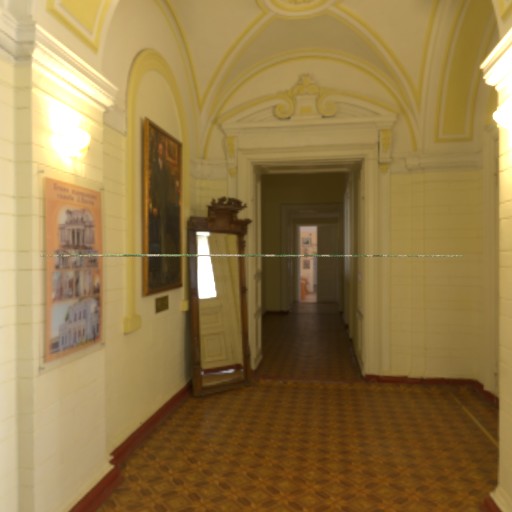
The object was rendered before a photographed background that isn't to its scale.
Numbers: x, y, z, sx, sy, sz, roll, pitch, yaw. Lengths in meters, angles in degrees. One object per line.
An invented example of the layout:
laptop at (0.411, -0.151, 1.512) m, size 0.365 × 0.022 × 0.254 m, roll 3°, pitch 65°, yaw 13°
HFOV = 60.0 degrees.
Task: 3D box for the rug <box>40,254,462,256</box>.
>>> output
rug at (0.000, 0.000, 2.301) m, size 1.826 × 0.006 × 1.220 m, roll 0°, pitch 0°, yaw -36°
